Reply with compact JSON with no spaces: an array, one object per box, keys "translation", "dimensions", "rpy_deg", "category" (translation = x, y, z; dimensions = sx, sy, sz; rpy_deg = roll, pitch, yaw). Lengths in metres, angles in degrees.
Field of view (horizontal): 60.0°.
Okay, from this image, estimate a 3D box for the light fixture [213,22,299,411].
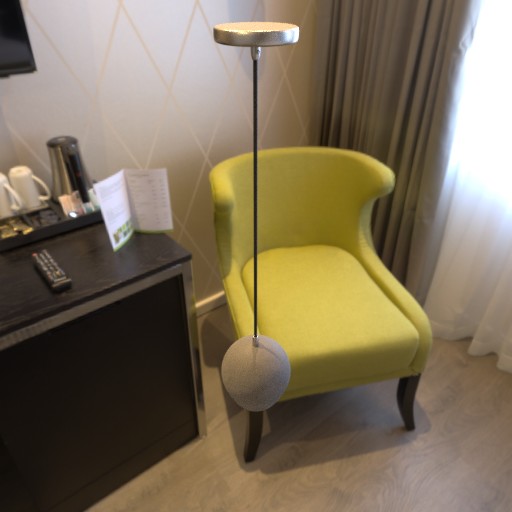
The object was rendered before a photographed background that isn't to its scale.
[{"translation":[0.000,0.000,0.822],"dimensions":[0.153,0.760,0.153],"rpy_deg":[12,35,17],"category":"light fixture"}]
